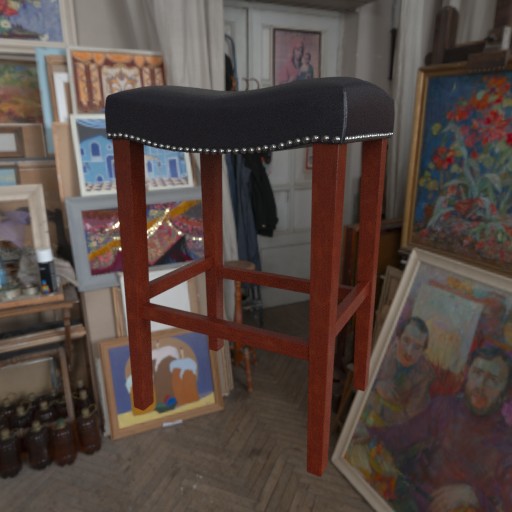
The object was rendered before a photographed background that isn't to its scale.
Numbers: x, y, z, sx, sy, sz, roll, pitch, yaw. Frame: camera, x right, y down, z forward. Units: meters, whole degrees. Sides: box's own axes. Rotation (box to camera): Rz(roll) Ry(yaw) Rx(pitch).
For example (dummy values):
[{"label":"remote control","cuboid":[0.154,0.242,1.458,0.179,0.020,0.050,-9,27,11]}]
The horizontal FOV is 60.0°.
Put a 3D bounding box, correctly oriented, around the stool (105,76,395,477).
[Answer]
[{"label":"stool","cuboid":[0.000,0.000,1.018,0.504,0.742,0.372,9,19,27]}]
